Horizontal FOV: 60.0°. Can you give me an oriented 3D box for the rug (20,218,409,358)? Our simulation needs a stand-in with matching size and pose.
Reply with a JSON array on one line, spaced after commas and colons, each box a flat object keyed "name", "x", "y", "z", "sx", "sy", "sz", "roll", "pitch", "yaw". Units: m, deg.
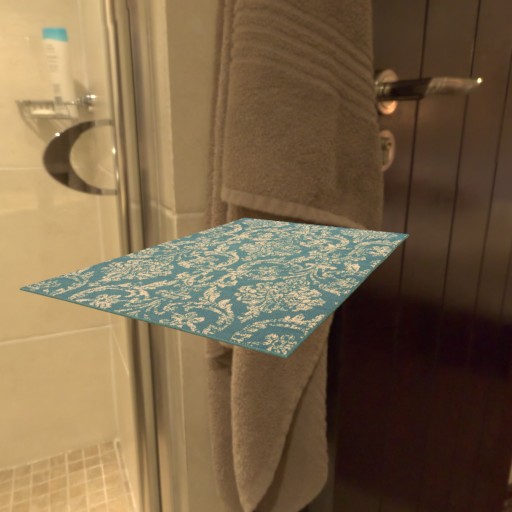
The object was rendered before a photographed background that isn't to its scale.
[{"name": "rug", "x": 0.000, "y": 0.000, "z": 2.313, "sx": 1.211, "sy": 0.012, "sz": 1.833, "roll": 8, "pitch": 17, "yaw": 28}]
